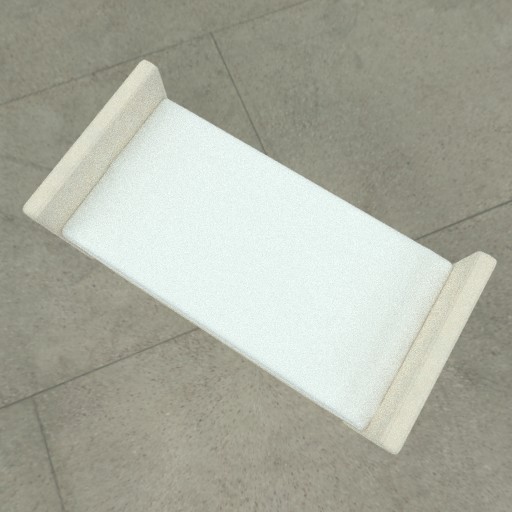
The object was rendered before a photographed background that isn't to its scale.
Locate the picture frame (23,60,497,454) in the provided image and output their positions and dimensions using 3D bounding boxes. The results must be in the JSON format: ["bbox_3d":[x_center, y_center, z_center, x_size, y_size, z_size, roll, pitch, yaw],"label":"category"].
[{"bbox_3d":[0.000,0.000,2.635,2.161,0.891,1.069,32,78,8],"label":"picture frame"}]
